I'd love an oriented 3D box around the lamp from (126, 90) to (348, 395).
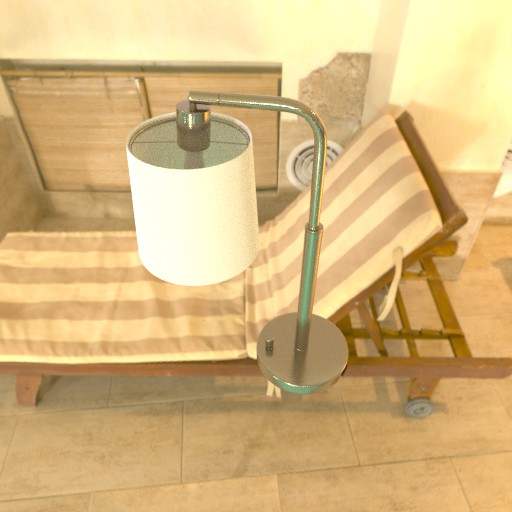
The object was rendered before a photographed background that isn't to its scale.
[{"bbox_3d":[0.000,0.000,0.652,0.333,0.489,0.171,0,42,0],"label":"lamp"}]
